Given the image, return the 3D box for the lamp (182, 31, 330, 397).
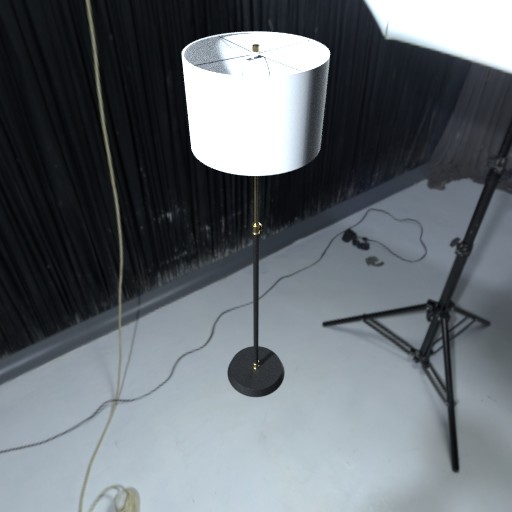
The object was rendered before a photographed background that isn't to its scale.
[{"bbox_3d":[0.000,0.000,1.703,0.404,1.517,0.404,-25,47,-26],"label":"lamp"}]
